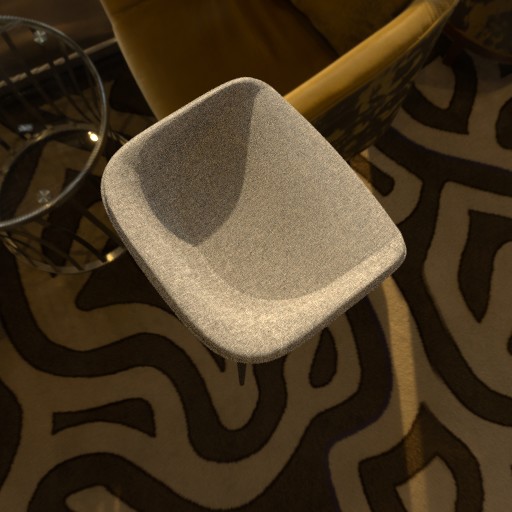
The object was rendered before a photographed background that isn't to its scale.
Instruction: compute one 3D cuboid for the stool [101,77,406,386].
[{"bbox_3d":[0.000,0.000,1.098,0.480,0.814,0.469,-37,79,-8],"label":"stool"}]
